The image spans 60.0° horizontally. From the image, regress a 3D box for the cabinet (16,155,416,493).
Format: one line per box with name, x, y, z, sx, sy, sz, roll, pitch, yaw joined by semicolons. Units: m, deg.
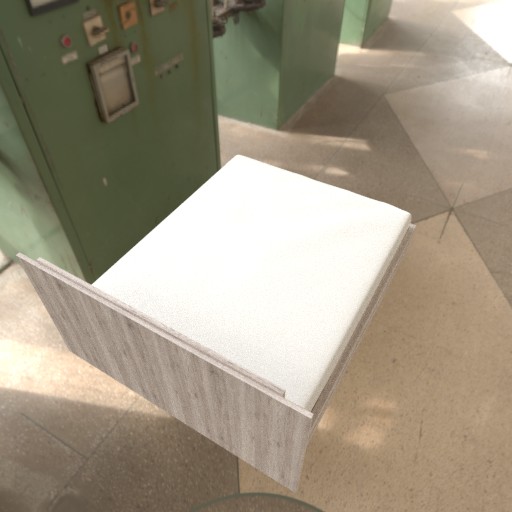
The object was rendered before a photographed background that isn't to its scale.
cabinet;0.000;0.000;3.015;1.750;0.970;2.080;23;50;21
